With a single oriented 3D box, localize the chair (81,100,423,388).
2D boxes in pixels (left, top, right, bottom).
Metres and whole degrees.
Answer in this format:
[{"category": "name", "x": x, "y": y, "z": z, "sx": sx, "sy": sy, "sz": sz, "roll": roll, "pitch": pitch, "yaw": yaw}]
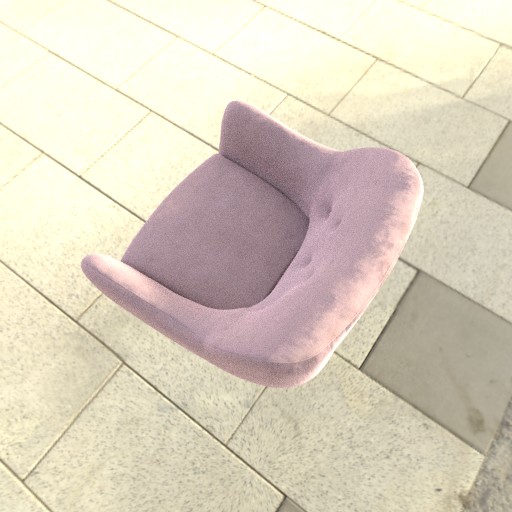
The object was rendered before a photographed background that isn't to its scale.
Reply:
[{"category": "chair", "x": 0.000, "y": 0.000, "z": 1.561, "sx": 0.820, "sy": 0.820, "sz": 0.840, "roll": 31, "pitch": 68, "yaw": 14}]
